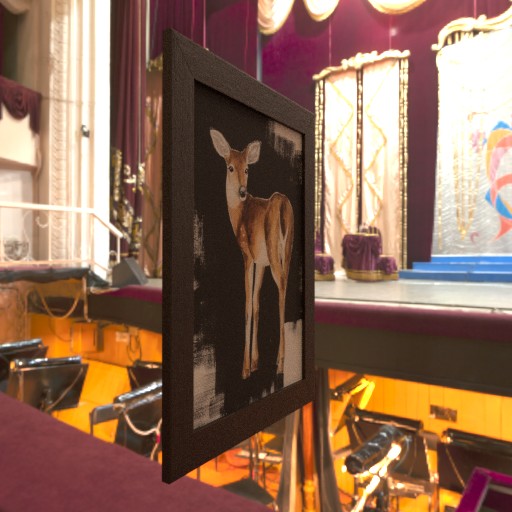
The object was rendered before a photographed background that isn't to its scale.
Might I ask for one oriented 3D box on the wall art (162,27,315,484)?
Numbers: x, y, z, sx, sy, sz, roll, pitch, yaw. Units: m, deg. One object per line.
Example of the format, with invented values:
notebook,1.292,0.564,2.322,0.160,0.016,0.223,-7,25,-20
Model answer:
wall art,0.000,0.000,0.643,0.013,0.508,0.359,0,-1,34
